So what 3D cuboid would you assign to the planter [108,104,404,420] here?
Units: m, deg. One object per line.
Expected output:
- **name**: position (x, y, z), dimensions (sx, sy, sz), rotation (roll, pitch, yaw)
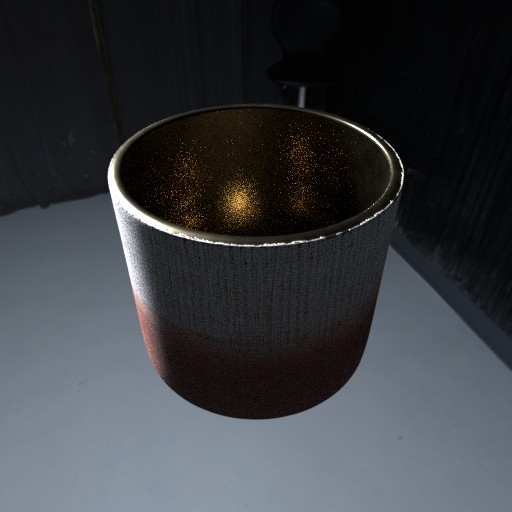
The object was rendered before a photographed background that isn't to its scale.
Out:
- **planter**: position (0.000, 0.000, 0.318), dimensions (0.178, 0.157, 0.178), rotation (0, 40, 0)
